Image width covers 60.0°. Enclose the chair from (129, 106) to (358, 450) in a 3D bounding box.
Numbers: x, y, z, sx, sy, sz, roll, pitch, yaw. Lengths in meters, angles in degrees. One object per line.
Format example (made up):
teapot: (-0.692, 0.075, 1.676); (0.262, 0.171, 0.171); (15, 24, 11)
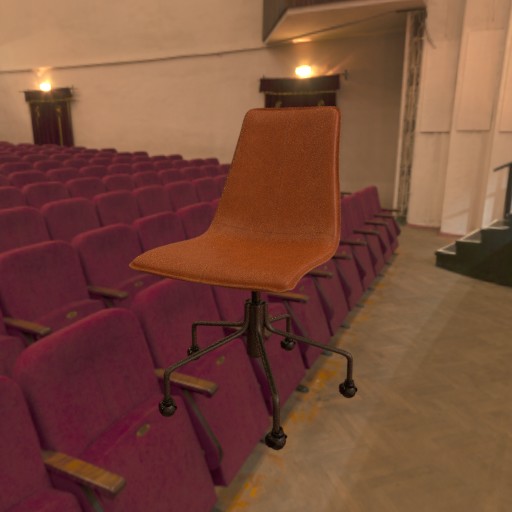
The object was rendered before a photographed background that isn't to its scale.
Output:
chair: (0.000, 0.000, 1.388); (0.651, 0.920, 0.660); (7, 16, 25)
